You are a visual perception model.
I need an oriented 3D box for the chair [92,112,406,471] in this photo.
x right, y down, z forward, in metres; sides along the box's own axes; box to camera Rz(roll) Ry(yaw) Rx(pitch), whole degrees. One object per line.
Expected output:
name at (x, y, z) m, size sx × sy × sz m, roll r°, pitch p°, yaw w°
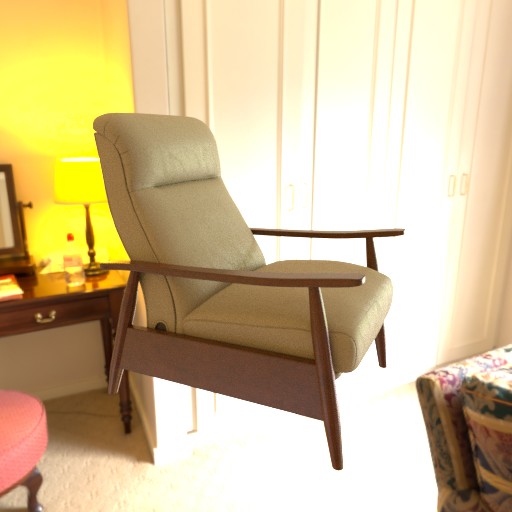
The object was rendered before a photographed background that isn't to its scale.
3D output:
chair at (0.000, 0.000, 1.747) m, size 1.014 × 1.082 × 0.762 m, roll 7°, pitch 17°, yaw 26°
